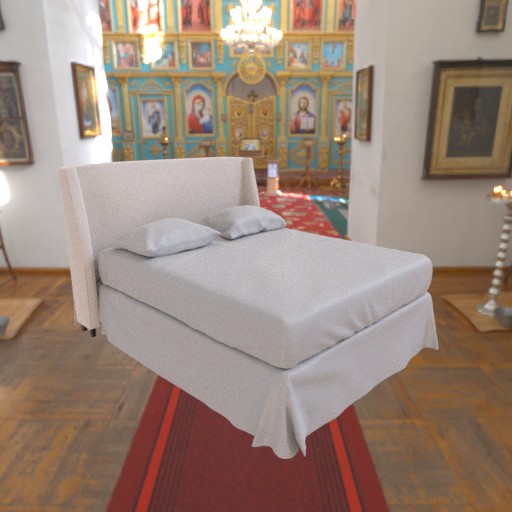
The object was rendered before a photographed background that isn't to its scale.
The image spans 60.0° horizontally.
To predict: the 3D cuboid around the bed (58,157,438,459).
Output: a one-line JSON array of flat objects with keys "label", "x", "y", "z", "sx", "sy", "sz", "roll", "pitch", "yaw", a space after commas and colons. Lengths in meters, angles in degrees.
[{"label": "bed", "x": 0.000, "y": 0.000, "z": 3.323, "sx": 2.276, "sy": 1.332, "sz": 1.925, "roll": 15, "pitch": 21, "yaw": 43}]
